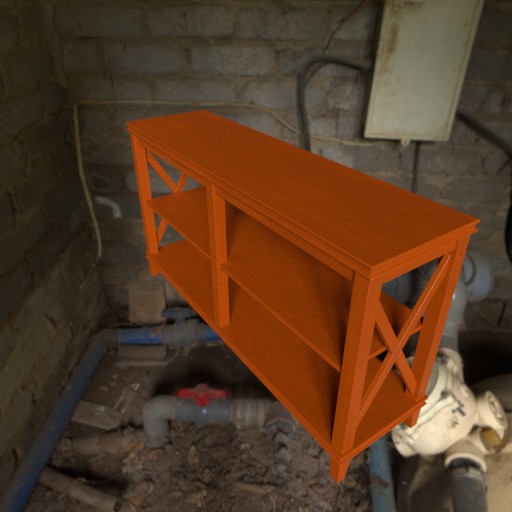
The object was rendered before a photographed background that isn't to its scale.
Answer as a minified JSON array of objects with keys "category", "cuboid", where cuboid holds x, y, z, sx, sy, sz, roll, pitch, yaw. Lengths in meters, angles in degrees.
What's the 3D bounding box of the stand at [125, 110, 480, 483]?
[{"category":"stand","cuboid":[0.000,0.000,1.665,0.381,0.762,1.372,-20,37,-29]}]
